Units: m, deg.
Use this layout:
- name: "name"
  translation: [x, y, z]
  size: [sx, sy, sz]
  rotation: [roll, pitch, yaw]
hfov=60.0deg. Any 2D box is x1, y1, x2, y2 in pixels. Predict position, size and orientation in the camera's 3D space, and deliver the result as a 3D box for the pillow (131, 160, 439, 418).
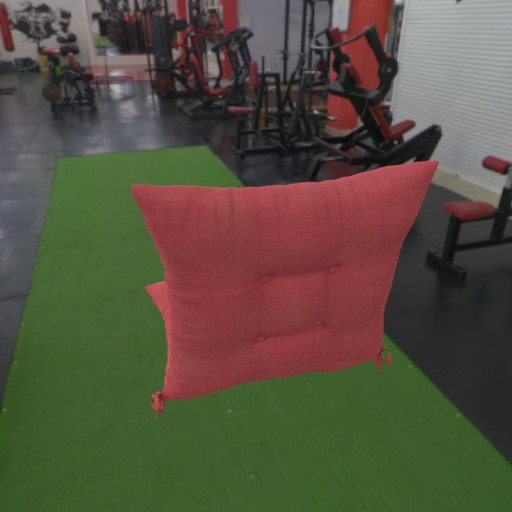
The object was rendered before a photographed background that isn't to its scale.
- name: "pillow"
  translation: [0.000, 0.000, 1.009]
  size: [0.541, 0.536, 0.585]
  rotation: [-8, 28, -14]
